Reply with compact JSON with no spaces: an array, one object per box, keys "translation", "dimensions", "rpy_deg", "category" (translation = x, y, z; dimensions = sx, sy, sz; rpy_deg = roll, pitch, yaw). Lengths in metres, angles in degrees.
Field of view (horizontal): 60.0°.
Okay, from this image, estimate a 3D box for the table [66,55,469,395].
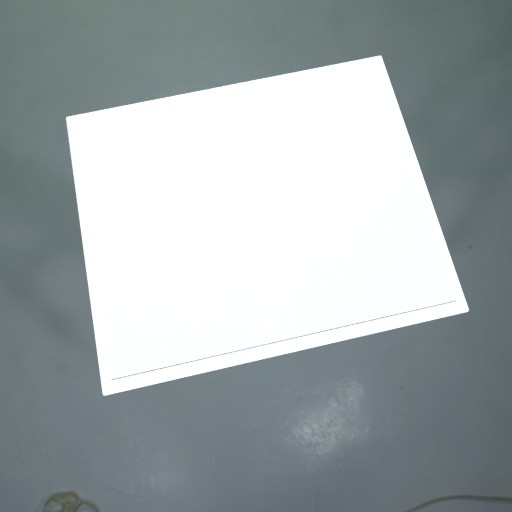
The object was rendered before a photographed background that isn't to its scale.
[{"translation":[0.000,0.000,0.829],"dimensions":[0.460,0.531,0.381],"rpy_deg":[-12,76,-3],"category":"table"}]
